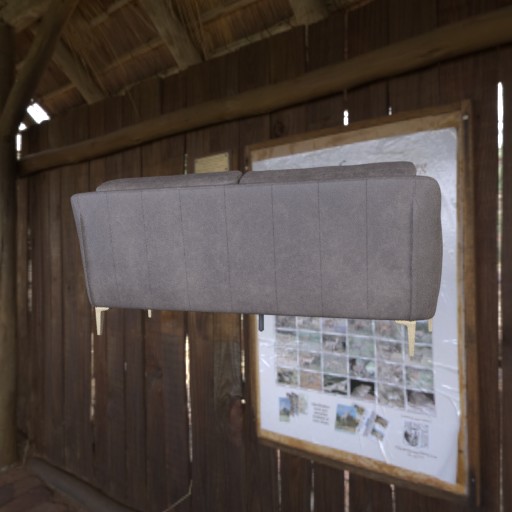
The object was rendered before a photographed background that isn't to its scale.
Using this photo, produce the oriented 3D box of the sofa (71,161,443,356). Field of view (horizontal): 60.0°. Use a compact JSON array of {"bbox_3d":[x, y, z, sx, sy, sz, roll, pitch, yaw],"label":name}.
[{"bbox_3d":[0.000,0.000,2.552,2.036,0.902,0.960,0,0,19],"label":"sofa"}]
